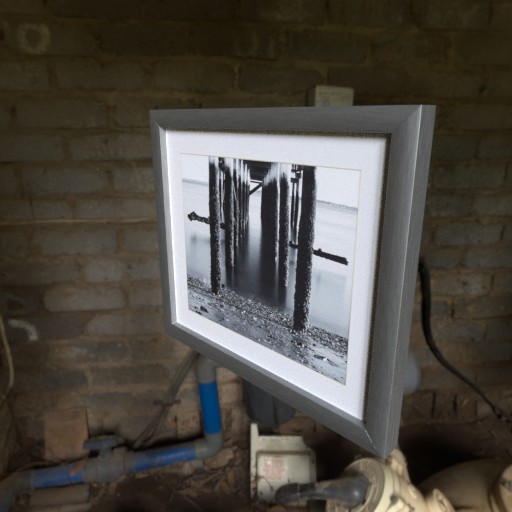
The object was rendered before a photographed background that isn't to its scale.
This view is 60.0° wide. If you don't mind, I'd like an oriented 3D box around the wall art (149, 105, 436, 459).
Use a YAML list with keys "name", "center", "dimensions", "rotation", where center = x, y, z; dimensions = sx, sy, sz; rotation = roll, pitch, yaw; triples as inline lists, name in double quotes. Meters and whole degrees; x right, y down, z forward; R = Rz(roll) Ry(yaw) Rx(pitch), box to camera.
- name: "wall art"
  center: [0.000, 0.000, 0.522]
  dimensions: [0.028, 0.330, 0.380]
  rotation: [-17, 24, -42]
